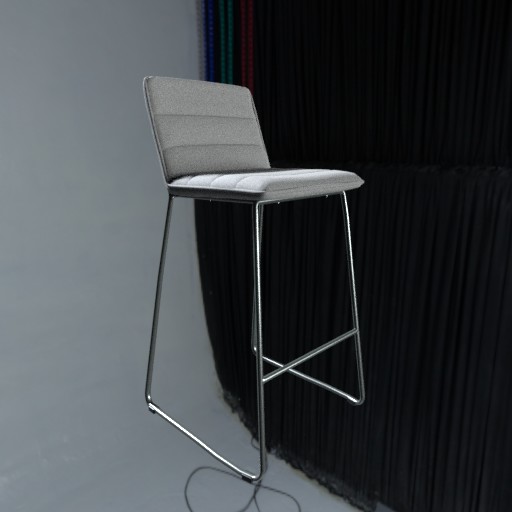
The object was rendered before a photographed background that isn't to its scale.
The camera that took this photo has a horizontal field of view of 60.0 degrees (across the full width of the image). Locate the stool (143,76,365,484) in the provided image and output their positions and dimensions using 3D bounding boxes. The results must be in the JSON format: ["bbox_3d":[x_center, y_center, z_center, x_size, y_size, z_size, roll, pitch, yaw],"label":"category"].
[{"bbox_3d":[0.000,0.000,1.247,0.490,0.960,0.490,14,20,43],"label":"stool"}]
